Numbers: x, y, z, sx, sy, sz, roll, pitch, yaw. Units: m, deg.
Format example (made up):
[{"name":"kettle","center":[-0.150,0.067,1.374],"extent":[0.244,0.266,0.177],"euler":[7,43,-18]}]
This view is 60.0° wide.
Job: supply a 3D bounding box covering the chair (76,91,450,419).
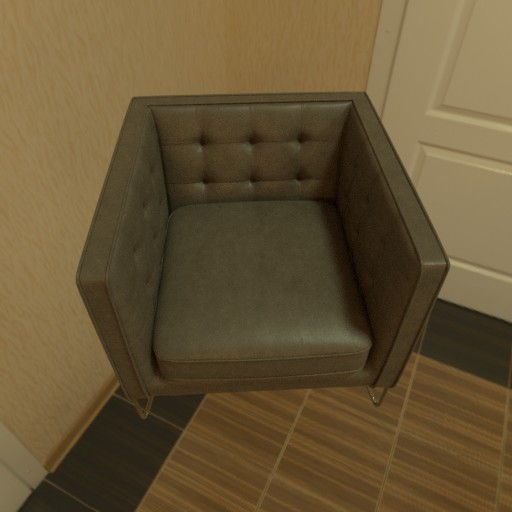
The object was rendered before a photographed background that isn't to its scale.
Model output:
[{"name":"chair","center":[0.000,0.000,1.560],"extent":[0.880,0.790,0.894],"euler":[-2,46,-2]}]
